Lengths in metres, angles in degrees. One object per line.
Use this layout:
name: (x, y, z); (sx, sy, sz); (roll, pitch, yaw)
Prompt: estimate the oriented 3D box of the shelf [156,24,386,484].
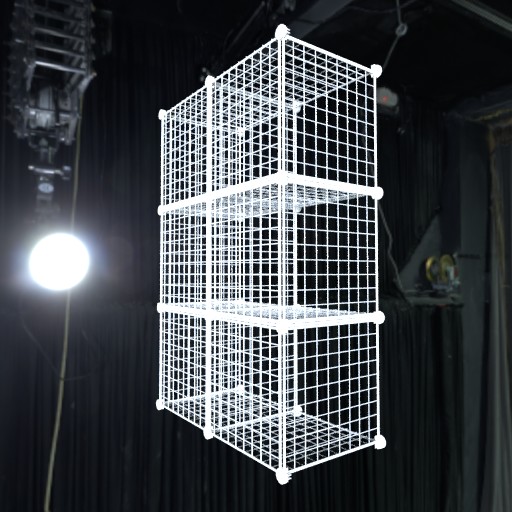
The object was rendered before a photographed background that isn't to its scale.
shelf: (0.000, 0.000, 1.408); (0.356, 1.067, 0.711); (2, -3, -36)
